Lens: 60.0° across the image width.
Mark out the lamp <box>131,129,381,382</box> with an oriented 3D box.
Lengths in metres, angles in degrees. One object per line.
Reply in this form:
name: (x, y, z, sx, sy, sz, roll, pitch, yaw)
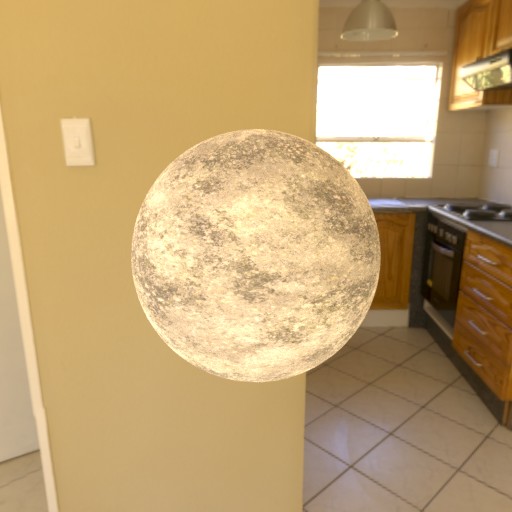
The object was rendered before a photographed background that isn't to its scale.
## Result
lamp: (0.000, 0.000, 0.779, 0.422, 0.429, 0.422, 0, 15, 0)
